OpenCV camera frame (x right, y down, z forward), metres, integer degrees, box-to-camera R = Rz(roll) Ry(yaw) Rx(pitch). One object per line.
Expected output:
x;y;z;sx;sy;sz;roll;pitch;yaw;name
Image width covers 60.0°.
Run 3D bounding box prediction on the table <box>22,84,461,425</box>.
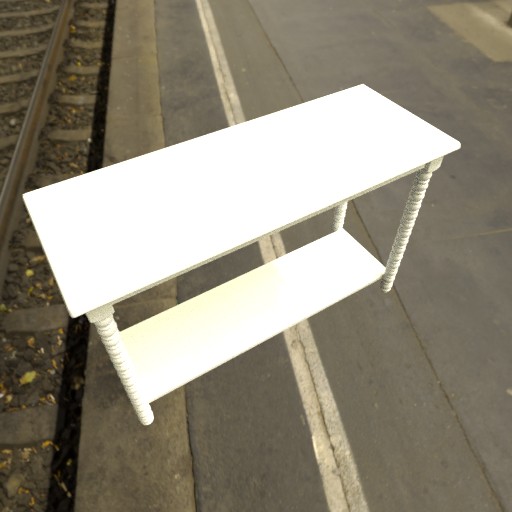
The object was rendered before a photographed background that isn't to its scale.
0.000;0.000;1.522;1.184;0.740;0.459;-24;52;-21;table
